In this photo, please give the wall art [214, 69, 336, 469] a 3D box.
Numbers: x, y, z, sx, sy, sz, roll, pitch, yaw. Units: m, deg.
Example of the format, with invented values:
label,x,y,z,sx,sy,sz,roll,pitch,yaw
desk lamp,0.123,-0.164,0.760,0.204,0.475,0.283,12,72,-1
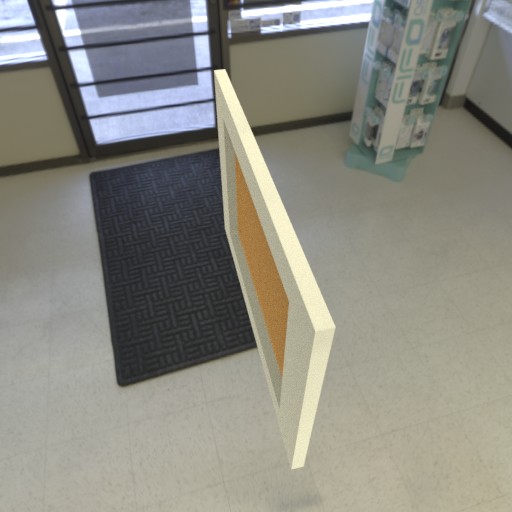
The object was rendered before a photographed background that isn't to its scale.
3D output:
label,x,y,z,sx,sy,sz,roll,pitch,yaw
wall art,0.000,0.000,1.190,0.033,0.617,0.906,-10,48,-9
